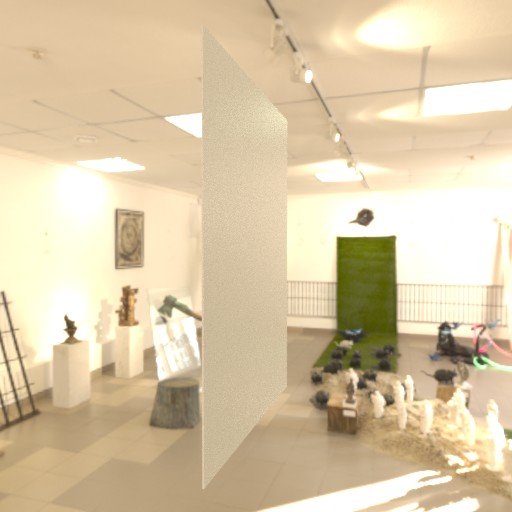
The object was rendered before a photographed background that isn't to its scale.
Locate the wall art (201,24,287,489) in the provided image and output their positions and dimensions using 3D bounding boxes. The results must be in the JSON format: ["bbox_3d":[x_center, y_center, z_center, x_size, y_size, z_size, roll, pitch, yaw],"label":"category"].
[{"bbox_3d":[0.000,0.000,0.799,0.003,0.609,0.457,0,1,18],"label":"wall art"}]
